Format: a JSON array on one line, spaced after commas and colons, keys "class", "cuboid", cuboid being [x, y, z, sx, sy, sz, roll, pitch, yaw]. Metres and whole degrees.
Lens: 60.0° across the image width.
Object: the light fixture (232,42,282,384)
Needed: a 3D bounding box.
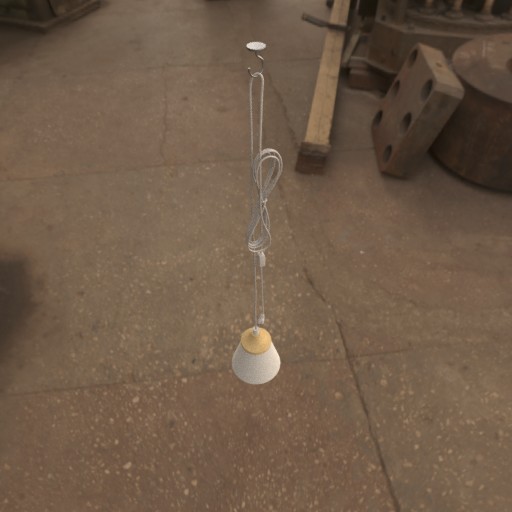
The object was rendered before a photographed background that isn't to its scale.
[{"class": "light fixture", "cuboid": [0.000, 0.000, 1.056, 0.153, 0.966, 0.153, -4, 46, -3]}]
